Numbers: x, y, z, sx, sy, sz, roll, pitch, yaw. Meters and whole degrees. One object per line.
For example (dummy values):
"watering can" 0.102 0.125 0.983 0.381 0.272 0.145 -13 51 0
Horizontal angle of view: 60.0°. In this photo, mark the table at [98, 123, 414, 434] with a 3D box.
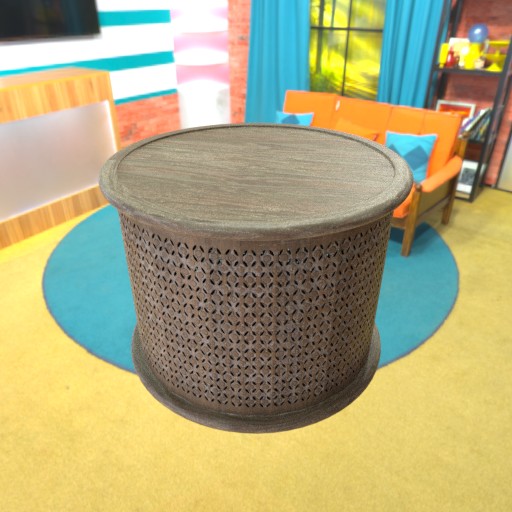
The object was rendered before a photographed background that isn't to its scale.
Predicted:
"table" 0.000 0.000 1.001 0.607 0.450 0.607 0 31 0
